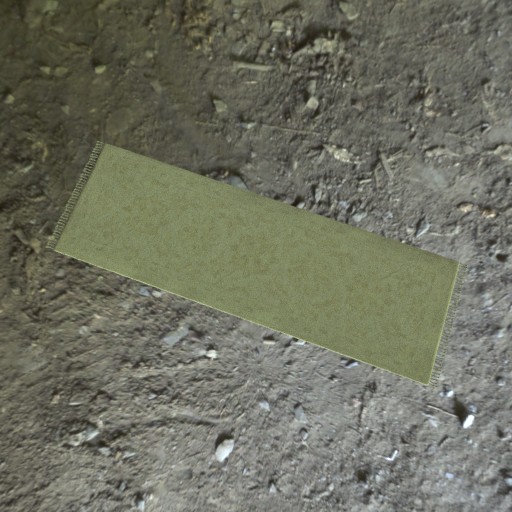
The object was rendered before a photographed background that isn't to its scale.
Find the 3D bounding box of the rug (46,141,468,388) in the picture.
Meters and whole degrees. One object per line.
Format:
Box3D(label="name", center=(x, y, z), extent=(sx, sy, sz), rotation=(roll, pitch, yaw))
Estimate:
Box3D(label="rug", center=(0.000, 0.000, 2.796), extent=(2.544, 0.015, 0.795), rotation=(19, 77, 5))
